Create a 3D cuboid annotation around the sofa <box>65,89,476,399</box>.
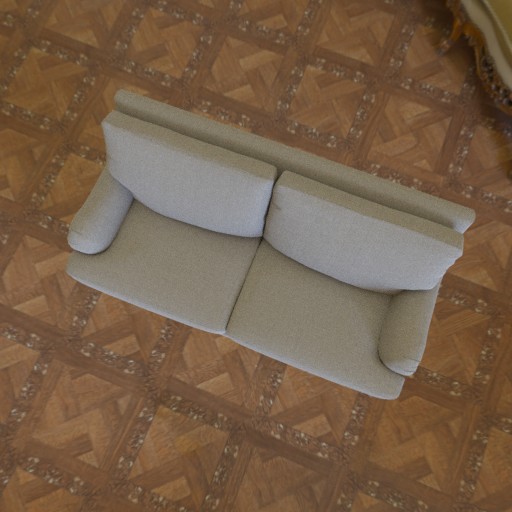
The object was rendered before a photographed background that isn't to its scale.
[{"bbox_3d":[0.000,0.000,2.747,2.160,1.054,1.087,20,77,5],"label":"sofa"}]
